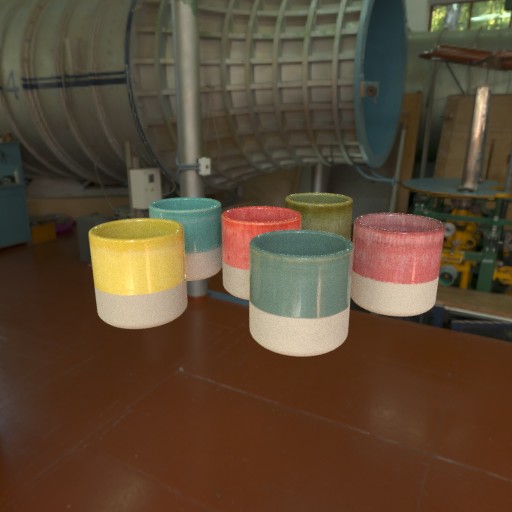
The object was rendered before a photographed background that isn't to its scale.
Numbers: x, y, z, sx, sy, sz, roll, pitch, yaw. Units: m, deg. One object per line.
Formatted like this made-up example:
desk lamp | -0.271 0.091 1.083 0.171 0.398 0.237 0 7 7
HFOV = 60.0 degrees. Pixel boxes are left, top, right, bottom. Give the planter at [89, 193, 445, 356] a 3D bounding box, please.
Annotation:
planter | 0.000 0.000 0.413 0.286 0.075 0.257 -9 19 -25
